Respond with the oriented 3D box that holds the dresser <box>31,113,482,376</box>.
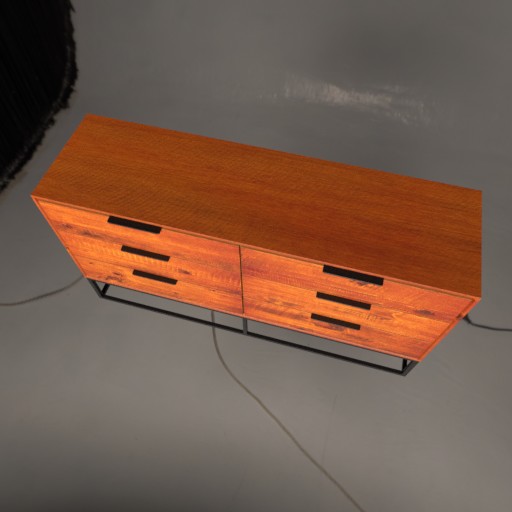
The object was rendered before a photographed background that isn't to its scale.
[{"bbox_3d":[0.000,0.000,1.904,1.536,0.810,0.464,13,59,8],"label":"dresser"}]
